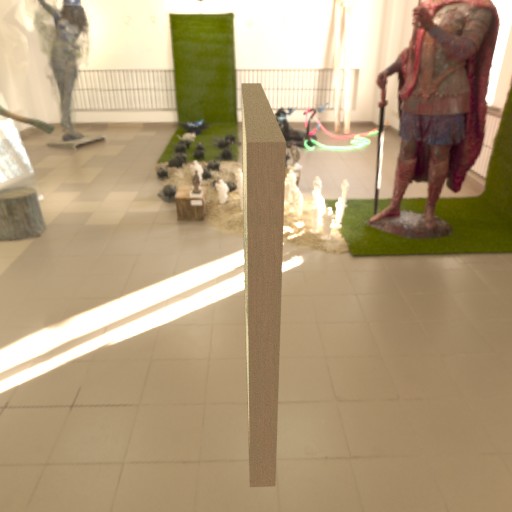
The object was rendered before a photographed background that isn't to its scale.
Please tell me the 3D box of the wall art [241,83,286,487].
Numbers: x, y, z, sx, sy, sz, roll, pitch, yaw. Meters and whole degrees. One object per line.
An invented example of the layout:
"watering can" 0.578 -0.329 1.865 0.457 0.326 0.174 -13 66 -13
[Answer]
"wall art" 0.000 0.000 0.765 0.038 0.506 0.508 -1 27 -2
